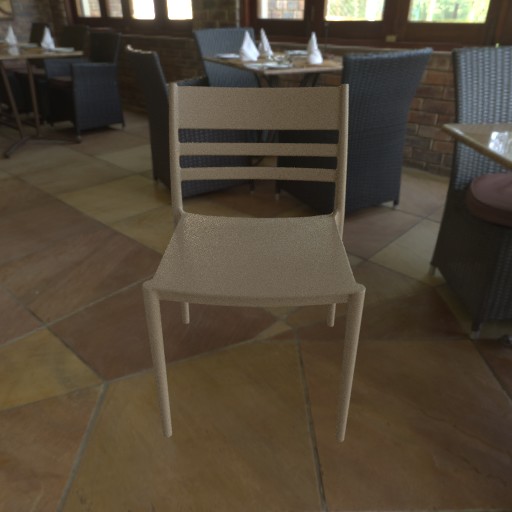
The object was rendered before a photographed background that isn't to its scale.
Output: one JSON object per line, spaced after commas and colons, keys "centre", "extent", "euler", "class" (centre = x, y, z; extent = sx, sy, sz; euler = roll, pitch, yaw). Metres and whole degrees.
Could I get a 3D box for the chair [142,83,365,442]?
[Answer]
{"centre": [0.000, 0.000, 1.168], "extent": [0.531, 0.800, 0.511], "euler": [1, 29, 1], "class": "chair"}
